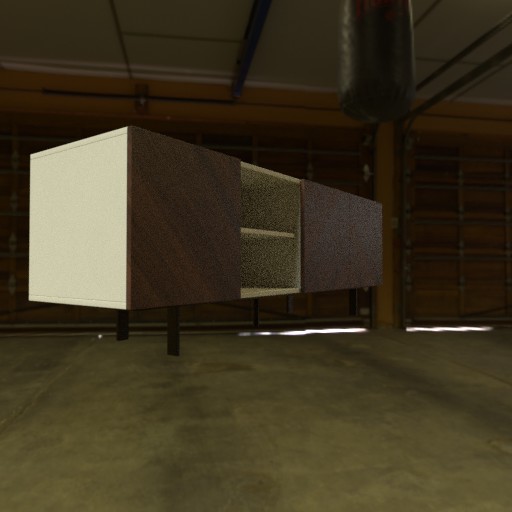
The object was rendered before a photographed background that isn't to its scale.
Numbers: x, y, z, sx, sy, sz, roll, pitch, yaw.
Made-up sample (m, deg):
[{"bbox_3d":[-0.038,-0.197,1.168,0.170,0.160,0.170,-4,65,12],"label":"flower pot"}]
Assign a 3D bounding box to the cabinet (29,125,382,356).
[{"bbox_3d":[0.000,0.000,1.682,0.431,0.533,1.499,-1,-1,36],"label":"cabinet"}]
